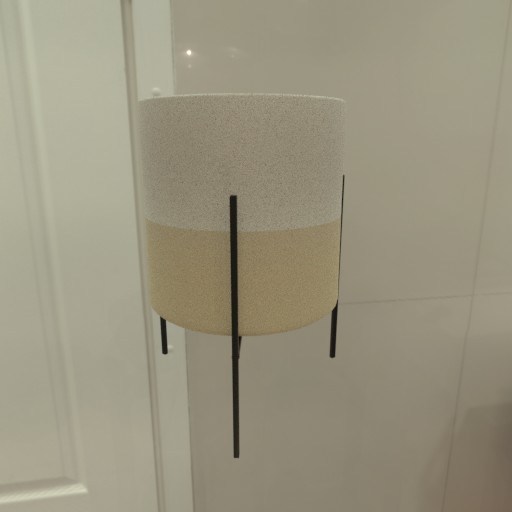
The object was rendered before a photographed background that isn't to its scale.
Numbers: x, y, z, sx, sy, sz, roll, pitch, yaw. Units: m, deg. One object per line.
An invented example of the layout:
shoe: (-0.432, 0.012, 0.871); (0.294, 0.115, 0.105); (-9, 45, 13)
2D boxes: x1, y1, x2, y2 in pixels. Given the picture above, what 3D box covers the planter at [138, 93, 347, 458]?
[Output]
planter: (0.000, 0.000, 0.547); (0.263, 0.362, 0.267); (-3, 15, -9)
